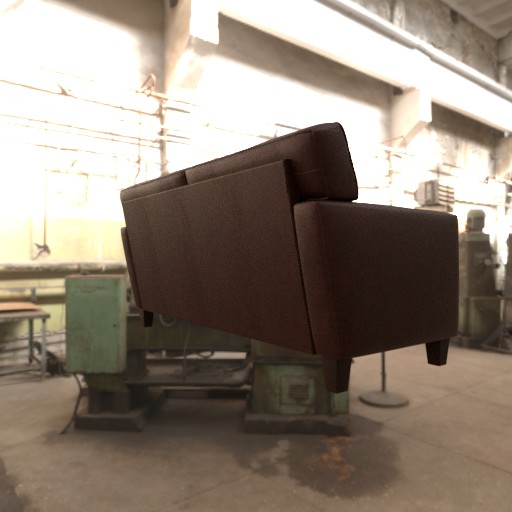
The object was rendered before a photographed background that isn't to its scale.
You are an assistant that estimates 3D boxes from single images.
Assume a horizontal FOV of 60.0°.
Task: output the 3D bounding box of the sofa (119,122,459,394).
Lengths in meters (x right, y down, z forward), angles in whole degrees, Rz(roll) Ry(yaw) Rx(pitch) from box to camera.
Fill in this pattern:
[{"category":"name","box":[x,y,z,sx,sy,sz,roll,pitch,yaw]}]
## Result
[{"category":"sofa","box":[0.000,0.000,2.373,0.912,0.928,1.876,0,0,-36]}]
